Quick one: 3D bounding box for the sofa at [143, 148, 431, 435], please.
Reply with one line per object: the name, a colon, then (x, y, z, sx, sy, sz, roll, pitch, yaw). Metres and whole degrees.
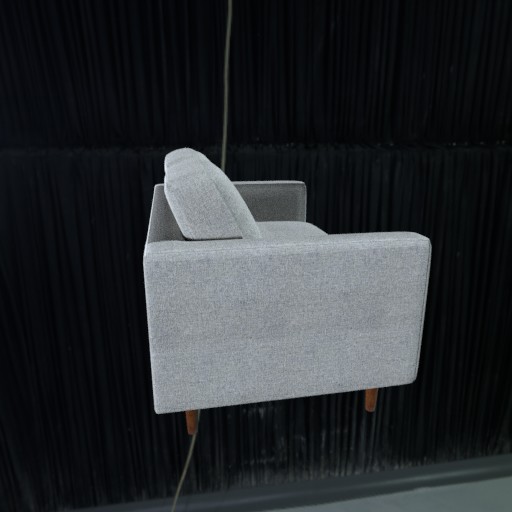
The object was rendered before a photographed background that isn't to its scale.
sofa: (0.000, 0.000, 2.165, 0.969, 0.973, 1.527, -3, 17, -11)
